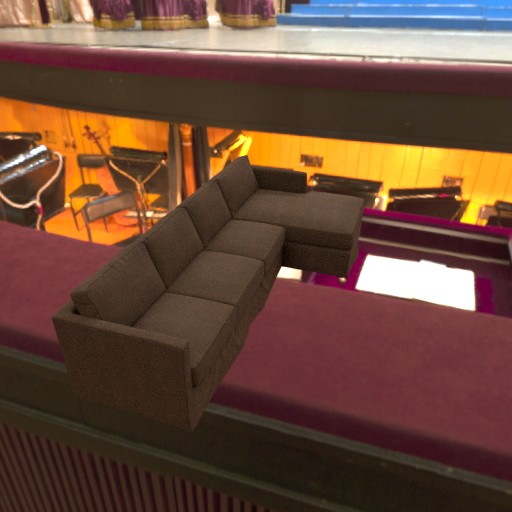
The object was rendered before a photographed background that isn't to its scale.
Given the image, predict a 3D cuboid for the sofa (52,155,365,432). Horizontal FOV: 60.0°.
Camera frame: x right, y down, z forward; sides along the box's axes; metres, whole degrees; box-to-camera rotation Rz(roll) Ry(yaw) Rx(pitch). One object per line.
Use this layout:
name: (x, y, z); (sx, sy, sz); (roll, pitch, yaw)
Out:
sofa: (0.000, 0.000, 3.986); (1.650, 0.922, 3.205); (9, 31, 16)
